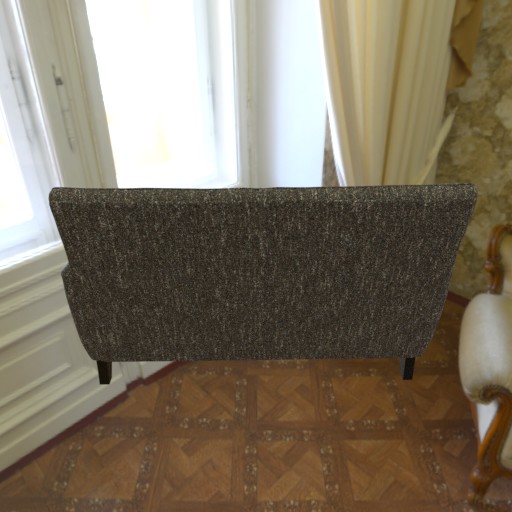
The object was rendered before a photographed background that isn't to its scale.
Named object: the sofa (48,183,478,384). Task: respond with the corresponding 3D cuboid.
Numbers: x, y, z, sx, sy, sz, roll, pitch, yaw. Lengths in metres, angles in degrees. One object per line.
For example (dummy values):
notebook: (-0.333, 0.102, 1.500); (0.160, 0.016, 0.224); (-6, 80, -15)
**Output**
sofa: (0.000, 0.000, 2.007); (1.519, 0.946, 0.801); (-1, 30, -1)
